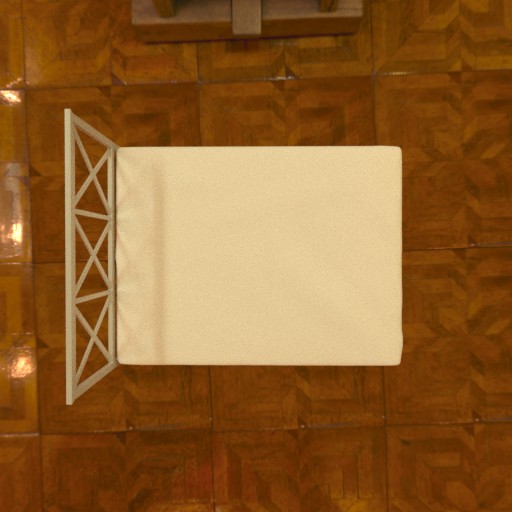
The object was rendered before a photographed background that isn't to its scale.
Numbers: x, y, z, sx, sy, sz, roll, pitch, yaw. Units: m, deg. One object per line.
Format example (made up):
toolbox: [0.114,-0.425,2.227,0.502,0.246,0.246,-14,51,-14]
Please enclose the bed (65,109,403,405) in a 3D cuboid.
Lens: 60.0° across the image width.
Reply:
bed: [0.000,0.000,3.113,2.135,1.253,1.673,0,91,1]
